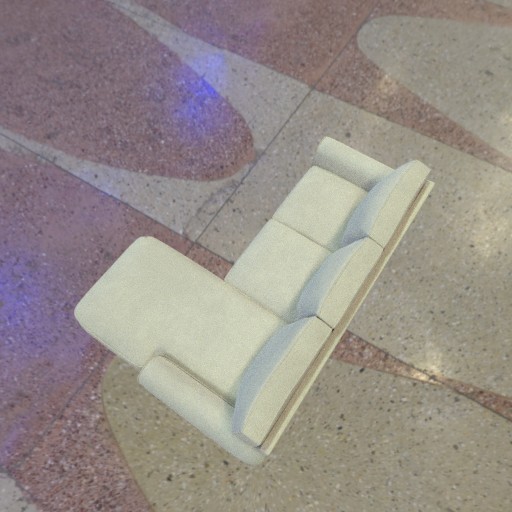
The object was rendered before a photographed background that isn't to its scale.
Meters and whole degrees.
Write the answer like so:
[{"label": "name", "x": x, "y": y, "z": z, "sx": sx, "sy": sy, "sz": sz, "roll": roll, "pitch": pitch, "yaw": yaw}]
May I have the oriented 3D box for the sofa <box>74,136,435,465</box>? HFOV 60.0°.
[{"label": "sofa", "x": 0.000, "y": 0.000, "z": 2.437, "sx": 1.226, "sy": 0.734, "sz": 1.770, "roll": 32, "pitch": 68, "yaw": 14}]
